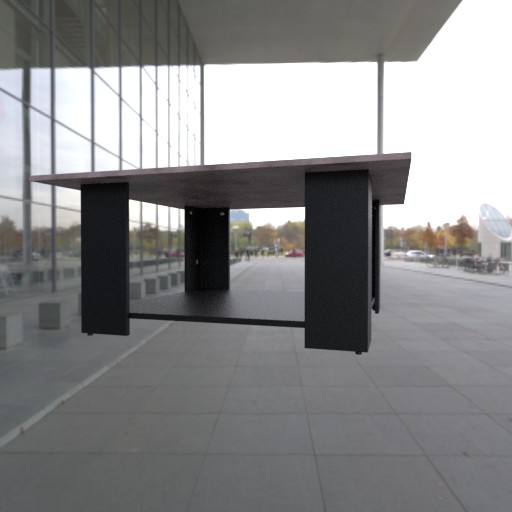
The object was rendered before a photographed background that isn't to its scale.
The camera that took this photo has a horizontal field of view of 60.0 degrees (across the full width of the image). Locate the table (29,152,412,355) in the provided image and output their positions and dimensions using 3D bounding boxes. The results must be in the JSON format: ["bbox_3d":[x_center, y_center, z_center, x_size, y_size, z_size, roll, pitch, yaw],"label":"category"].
[{"bbox_3d":[0.000,0.000,1.042,0.670,0.305,0.670,0,1,18],"label":"table"}]
